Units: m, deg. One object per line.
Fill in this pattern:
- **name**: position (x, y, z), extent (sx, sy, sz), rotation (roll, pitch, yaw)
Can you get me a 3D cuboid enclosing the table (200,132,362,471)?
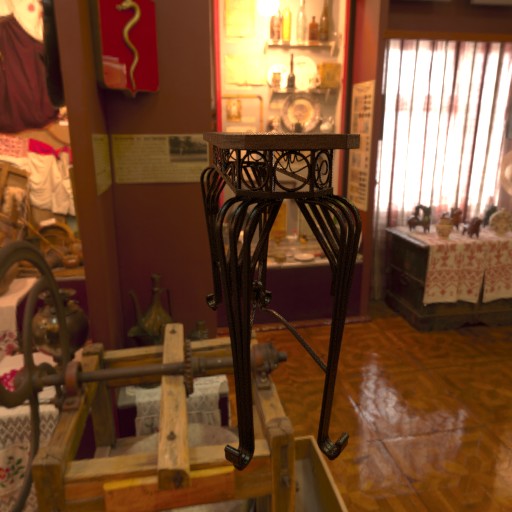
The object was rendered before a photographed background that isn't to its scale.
- **table**: position (0.000, 0.000, 1.495), extent (0.329, 0.800, 1.112), rotation (-2, 16, -8)
